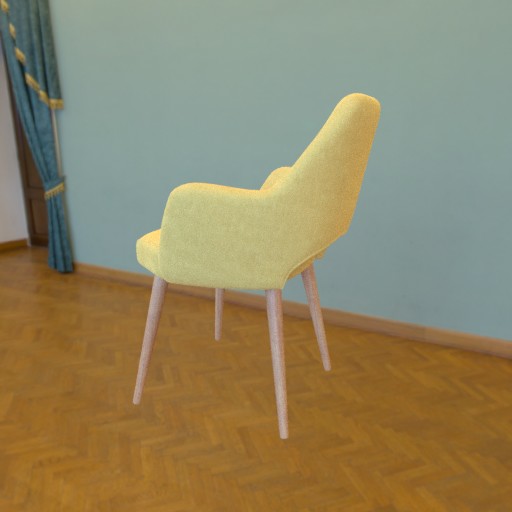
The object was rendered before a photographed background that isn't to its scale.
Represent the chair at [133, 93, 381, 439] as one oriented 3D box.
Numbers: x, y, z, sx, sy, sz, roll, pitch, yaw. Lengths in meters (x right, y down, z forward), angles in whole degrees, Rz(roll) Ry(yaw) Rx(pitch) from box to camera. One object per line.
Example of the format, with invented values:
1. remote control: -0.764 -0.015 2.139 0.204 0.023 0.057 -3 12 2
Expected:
1. chair: 0.000 0.000 1.256 0.610 0.840 0.590 7 17 25
